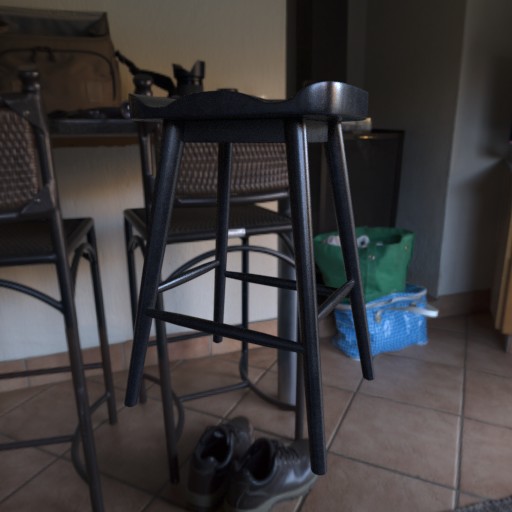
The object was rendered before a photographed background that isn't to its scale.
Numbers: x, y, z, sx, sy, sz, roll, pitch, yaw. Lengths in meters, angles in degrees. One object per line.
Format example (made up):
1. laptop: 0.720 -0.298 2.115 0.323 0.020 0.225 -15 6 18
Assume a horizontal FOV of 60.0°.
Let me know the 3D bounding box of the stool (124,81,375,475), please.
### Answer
1. stool: 0.000 0.000 0.896 0.440 0.615 0.361 8 17 27
